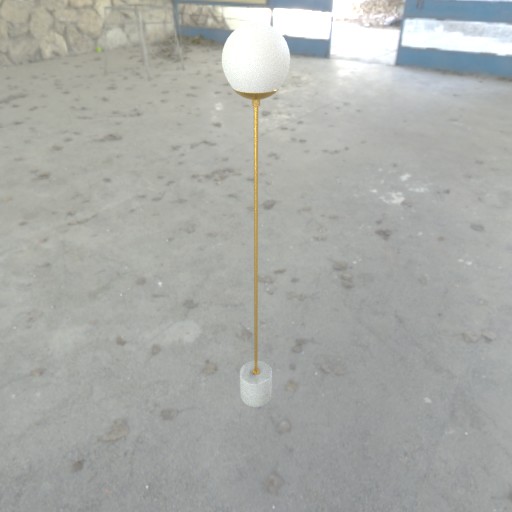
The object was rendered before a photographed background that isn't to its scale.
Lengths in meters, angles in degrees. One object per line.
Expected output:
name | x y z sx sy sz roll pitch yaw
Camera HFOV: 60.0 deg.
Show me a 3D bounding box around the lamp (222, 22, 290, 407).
lamp | 0.000 0.000 1.871 0.224 1.753 0.224 22 39 30
